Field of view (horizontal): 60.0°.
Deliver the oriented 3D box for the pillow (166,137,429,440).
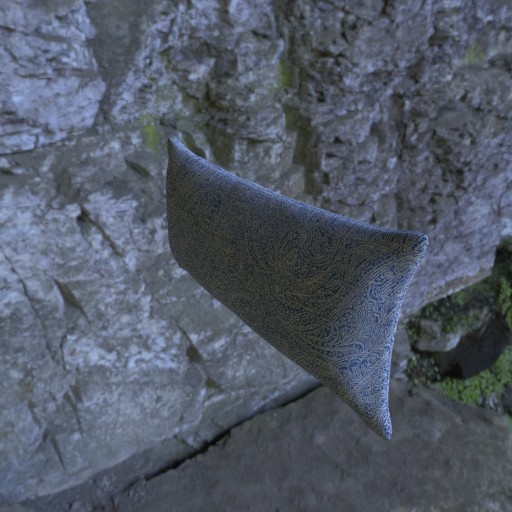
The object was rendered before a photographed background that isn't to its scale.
[{"bbox_3d":[0.000,0.000,0.744,0.151,0.295,0.615,-17,31,-31],"label":"pillow"}]
